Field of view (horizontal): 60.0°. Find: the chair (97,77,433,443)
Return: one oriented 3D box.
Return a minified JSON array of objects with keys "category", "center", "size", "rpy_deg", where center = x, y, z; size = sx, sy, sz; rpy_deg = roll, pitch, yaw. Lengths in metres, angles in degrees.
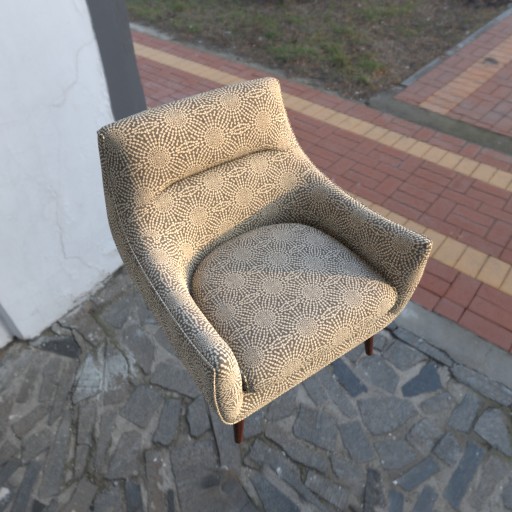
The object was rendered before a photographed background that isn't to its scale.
[{"category":"chair","center":[0.000,0.000,1.471],"size":[0.762,0.838,0.787],"rpy_deg":[-26,51,-23]}]
